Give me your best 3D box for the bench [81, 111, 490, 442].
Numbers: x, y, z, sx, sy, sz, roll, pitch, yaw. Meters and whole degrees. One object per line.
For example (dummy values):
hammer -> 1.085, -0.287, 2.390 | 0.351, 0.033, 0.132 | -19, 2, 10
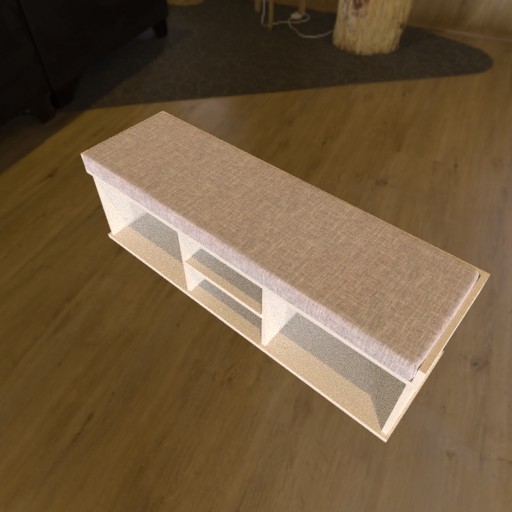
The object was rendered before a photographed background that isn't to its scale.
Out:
bench -> 0.000, 0.000, 1.404 | 1.196, 0.453, 0.363 | 32, 55, 26
